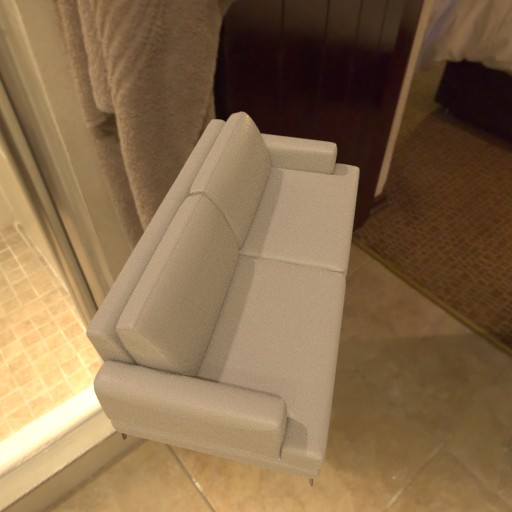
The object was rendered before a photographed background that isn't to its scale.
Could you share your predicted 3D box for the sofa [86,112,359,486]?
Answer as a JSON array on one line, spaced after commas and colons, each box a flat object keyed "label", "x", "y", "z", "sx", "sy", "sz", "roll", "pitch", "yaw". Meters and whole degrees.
[{"label": "sofa", "x": 0.000, "y": 0.000, "z": 2.354, "sx": 0.974, "sy": 0.765, "sz": 1.940, "roll": 10, "pitch": 47, "yaw": 9}]
